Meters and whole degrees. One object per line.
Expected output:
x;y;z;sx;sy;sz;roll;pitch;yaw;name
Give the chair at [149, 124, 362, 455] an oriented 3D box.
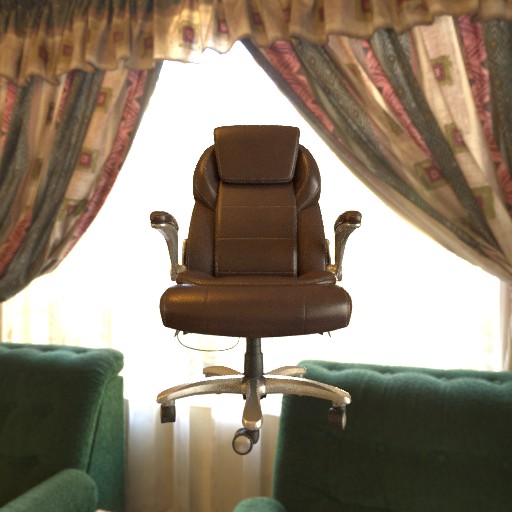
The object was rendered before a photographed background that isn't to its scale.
0.000;0.000;1.658;0.733;1.160;0.774;0;0;0;chair
